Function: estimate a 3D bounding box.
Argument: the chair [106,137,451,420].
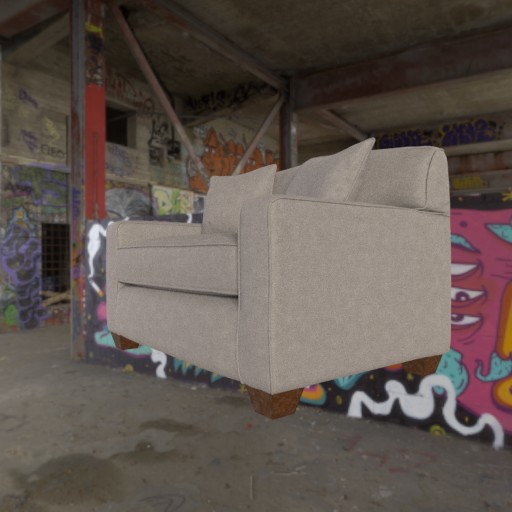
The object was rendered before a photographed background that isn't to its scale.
[{"bbox_3d":[0.000,0.000,2.054,0.992,0.953,1.395,0,0,-37],"label":"chair"}]
